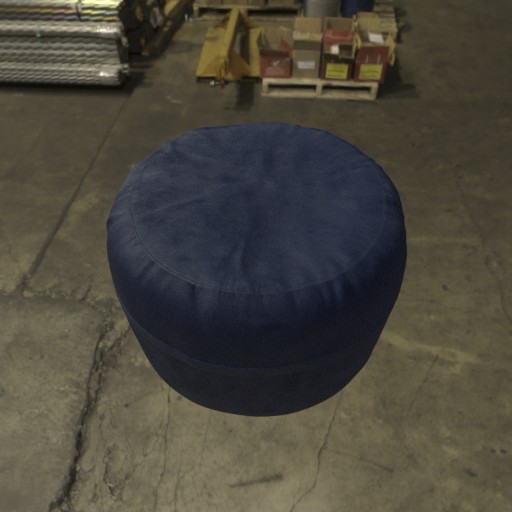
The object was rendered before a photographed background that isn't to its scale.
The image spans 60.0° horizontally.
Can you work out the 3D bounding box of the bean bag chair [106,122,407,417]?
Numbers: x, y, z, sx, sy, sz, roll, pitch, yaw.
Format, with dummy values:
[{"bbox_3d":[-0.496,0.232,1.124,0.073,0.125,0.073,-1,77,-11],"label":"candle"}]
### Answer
[{"bbox_3d":[0.000,0.000,1.932,1.219,0.762,1.219,0,47,0],"label":"bean bag chair"}]
